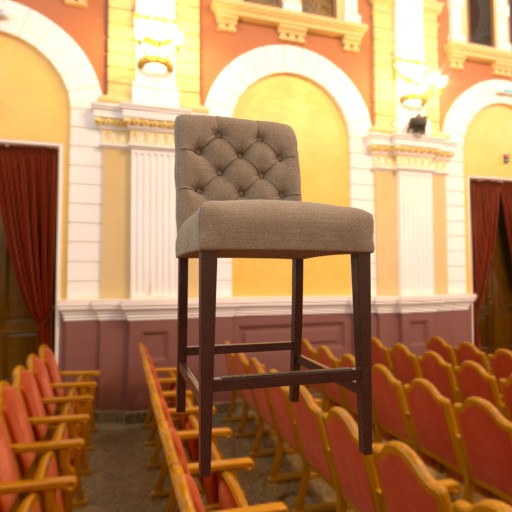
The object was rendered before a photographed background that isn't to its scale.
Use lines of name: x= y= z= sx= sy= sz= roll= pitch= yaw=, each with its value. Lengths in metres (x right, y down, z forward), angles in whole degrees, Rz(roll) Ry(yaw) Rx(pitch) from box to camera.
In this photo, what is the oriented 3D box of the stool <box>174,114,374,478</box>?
stool: x=0.000 y=0.000 z=1.441 sx=0.486 sy=1.084 sz=0.660 roll=1 pitch=-2 yaw=-17
